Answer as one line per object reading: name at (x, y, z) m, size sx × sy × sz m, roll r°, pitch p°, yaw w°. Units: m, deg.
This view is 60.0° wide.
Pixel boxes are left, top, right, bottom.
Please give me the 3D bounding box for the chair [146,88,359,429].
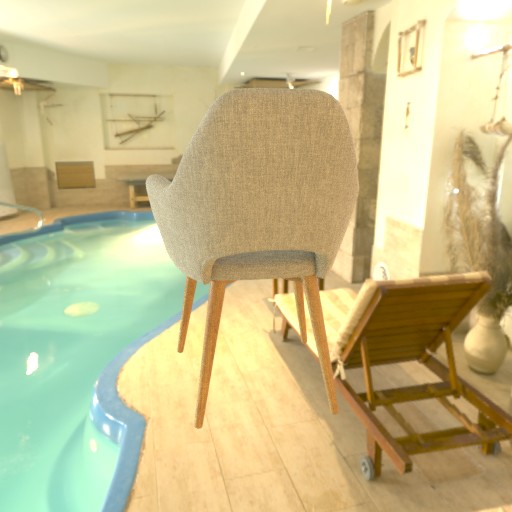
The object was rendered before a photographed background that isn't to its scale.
chair at (0.000, 0.000, 1.258) m, size 0.590 × 0.840 × 0.610 m, roll -3°, pitch 15°, yaw -9°
